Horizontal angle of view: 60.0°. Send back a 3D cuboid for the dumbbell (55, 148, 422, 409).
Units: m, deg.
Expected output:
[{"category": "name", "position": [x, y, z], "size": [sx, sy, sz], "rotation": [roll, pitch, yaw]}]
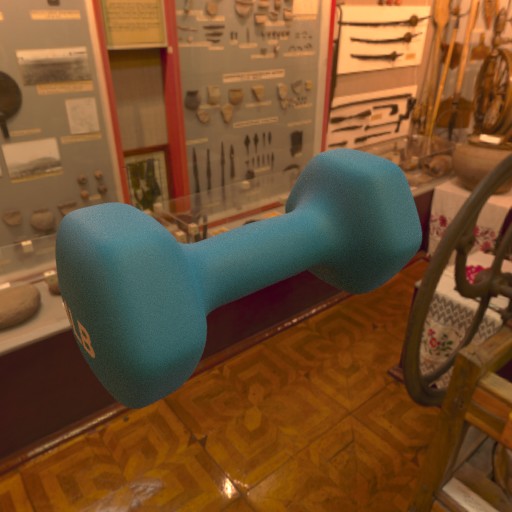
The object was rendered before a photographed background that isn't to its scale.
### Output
[{"category": "dumbbell", "position": [0.000, 0.000, 0.187], "size": [0.152, 0.066, 0.074], "rotation": [-20, 34, -32]}]
